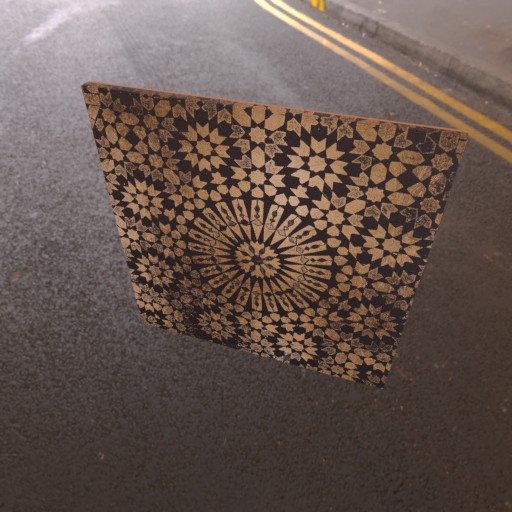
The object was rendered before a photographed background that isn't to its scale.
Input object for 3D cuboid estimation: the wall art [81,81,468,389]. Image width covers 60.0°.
[{"bbox_3d":[0.000,0.000,1.313,0.914,0.914,0.038,12,43,14],"label":"wall art"}]
